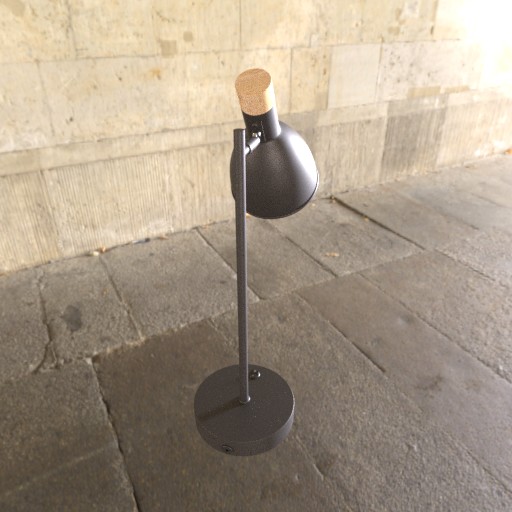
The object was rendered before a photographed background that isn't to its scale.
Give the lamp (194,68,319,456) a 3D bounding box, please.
[{"bbox_3d":[0.000,0.000,0.615,0.152,0.483,0.287,8,31,14],"label":"lamp"}]
